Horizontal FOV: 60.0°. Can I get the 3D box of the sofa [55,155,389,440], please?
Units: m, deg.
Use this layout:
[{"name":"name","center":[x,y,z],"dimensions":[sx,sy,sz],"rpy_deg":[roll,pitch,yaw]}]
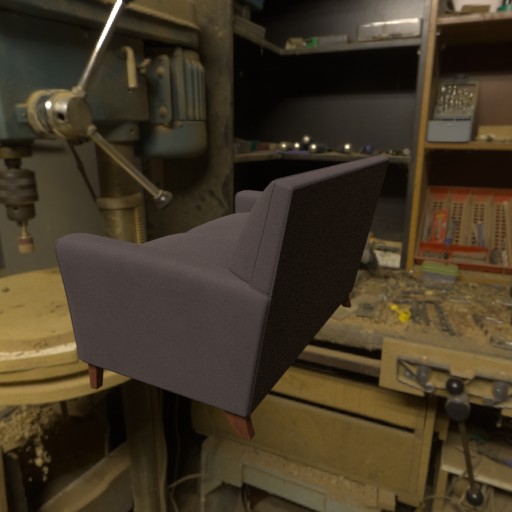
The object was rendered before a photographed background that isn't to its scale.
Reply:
[{"name":"sofa","center":[0.000,0.000,1.998],"dimensions":[0.871,0.846,1.420],"rpy_deg":[8,18,25]}]
